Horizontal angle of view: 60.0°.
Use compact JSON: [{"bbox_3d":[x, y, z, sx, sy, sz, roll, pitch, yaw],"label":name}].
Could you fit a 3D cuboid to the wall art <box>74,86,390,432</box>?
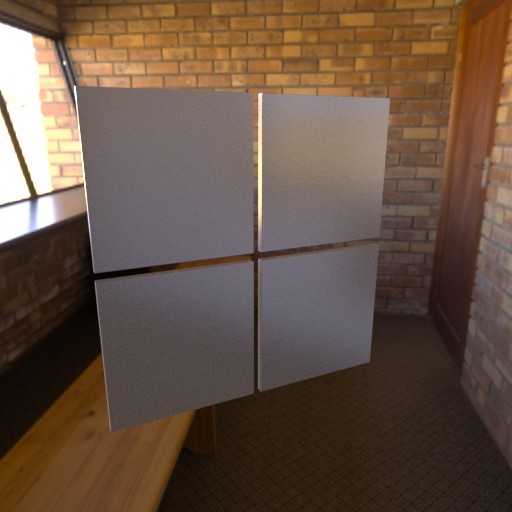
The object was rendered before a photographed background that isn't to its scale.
[{"bbox_3d":[0.000,0.000,1.618,1.118,1.118,0.029,-7,17,-25],"label":"wall art"}]
